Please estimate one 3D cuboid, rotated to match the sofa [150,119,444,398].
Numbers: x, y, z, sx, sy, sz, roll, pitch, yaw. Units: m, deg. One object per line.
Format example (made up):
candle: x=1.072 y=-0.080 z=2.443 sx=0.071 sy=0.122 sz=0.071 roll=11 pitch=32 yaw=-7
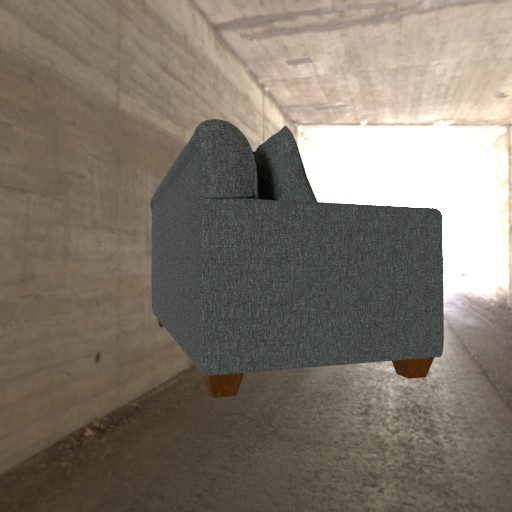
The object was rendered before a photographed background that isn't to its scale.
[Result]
sofa: x=0.000 y=0.000 z=2.428 sx=0.998 sy=0.958 sz=1.846 roll=0 pitch=-1 yaw=-18
